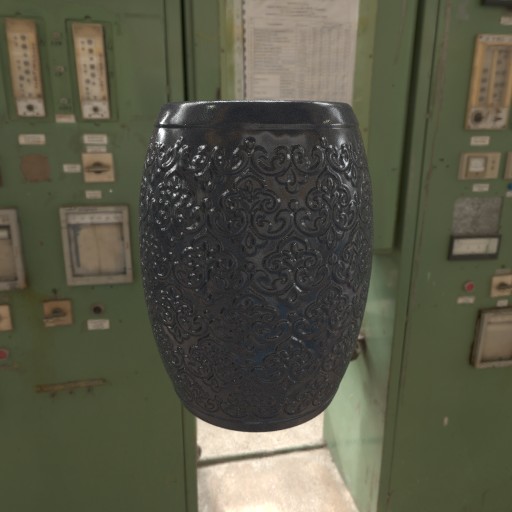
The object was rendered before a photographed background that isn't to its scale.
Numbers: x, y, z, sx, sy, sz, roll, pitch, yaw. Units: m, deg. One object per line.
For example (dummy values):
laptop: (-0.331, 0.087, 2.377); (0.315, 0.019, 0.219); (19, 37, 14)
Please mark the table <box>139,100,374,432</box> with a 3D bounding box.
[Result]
table: (0.000, 0.000, 0.609); (0.309, 0.397, 0.309); (0, 17, 0)
